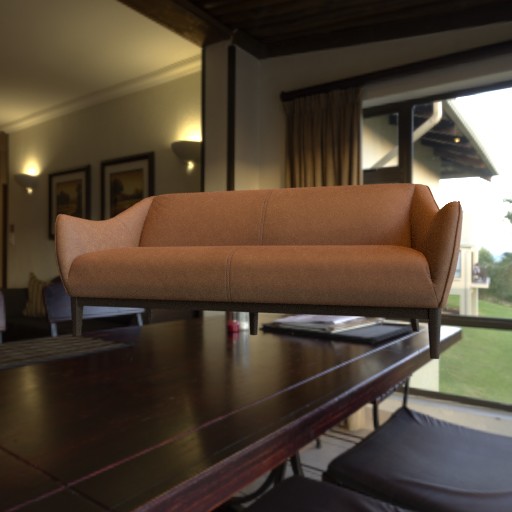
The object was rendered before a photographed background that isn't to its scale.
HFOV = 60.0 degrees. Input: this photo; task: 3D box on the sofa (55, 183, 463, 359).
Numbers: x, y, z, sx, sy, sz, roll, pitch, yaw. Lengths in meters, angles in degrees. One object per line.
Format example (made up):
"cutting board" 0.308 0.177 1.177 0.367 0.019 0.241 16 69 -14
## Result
"sofa" 0.000 0.000 2.375 1.928 0.830 0.869 0 0 17
